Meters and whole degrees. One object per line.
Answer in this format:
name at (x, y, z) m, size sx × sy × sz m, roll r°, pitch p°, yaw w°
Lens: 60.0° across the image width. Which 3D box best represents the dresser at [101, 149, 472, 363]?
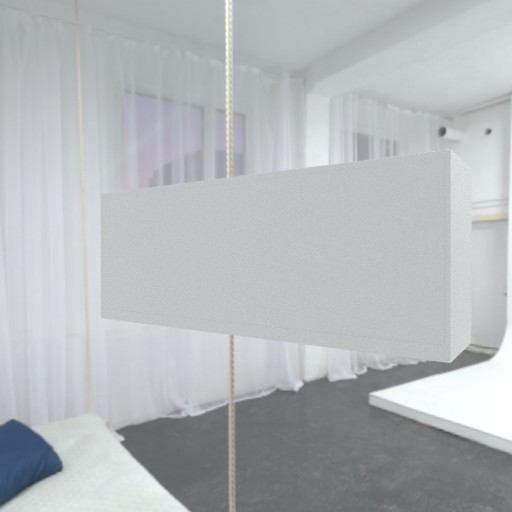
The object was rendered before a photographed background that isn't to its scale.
dresser at (0.000, 0.000, 2.571) m, size 2.200 × 0.840 × 0.500 m, roll 0°, pitch 0°, yaw 35°
